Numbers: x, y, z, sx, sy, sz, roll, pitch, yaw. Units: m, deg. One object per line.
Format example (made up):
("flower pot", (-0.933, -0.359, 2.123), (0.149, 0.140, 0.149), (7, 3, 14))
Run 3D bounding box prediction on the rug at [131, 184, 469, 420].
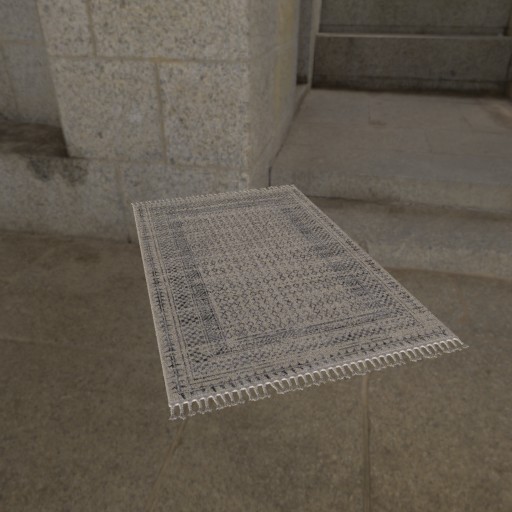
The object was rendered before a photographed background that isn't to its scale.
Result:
("rug", (0.000, 0.000, 3.102), (1.548, 0.013, 2.486), (-9, 31, -15))
